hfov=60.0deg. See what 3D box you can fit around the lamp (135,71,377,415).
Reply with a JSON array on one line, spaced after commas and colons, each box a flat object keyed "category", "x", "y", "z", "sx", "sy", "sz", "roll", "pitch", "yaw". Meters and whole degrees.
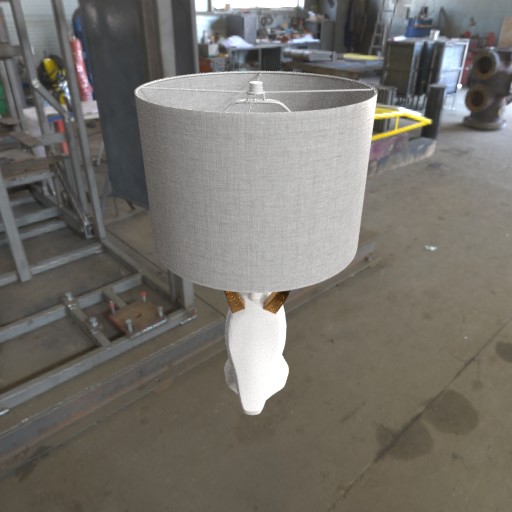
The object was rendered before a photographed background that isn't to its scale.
[{"category": "lamp", "x": 0.000, "y": 0.000, "z": 0.682, "sx": 0.298, "sy": 0.503, "sz": 0.298, "roll": 1, "pitch": 30, "yaw": 2}]
